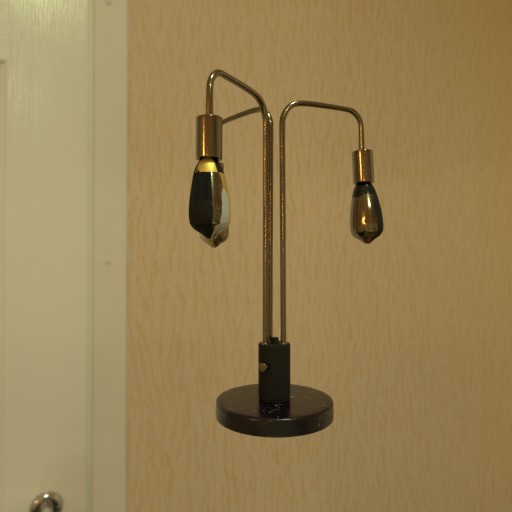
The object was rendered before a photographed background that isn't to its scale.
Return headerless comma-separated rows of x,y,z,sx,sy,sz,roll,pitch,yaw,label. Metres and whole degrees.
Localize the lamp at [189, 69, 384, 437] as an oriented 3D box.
0.000,0.000,0.788,0.355,0.560,0.368,0,-1,34,lamp
